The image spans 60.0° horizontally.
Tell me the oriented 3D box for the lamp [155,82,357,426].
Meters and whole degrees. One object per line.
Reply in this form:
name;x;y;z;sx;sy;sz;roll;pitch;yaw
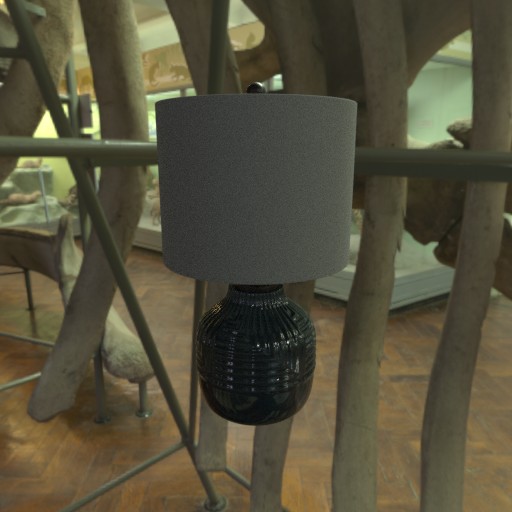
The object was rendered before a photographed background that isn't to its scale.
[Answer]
lamp;0.000;0.000;0.771;0.318;0.567;0.318;0;14;0
